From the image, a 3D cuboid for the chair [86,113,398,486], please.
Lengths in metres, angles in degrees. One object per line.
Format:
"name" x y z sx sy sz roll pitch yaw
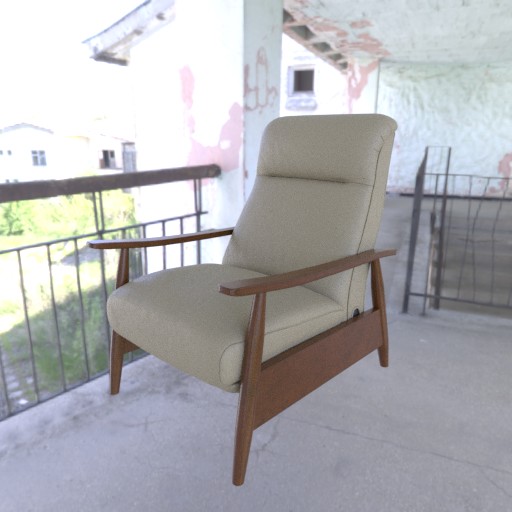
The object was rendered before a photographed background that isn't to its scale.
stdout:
"chair" 0.000 0.000 1.740 0.762 1.082 1.014 14 21 41
